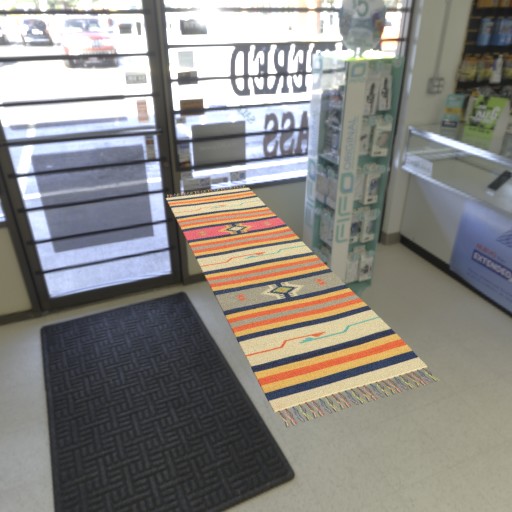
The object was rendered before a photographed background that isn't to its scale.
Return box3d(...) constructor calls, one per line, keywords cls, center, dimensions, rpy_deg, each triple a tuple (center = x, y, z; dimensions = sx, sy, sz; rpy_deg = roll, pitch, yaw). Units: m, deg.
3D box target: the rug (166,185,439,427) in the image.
box3d(cls="rug", center=(0.000, 0.000, 2.688), dimensions=(0.695, 0.017, 2.455), rpy_deg=(-10, 30, -17))
